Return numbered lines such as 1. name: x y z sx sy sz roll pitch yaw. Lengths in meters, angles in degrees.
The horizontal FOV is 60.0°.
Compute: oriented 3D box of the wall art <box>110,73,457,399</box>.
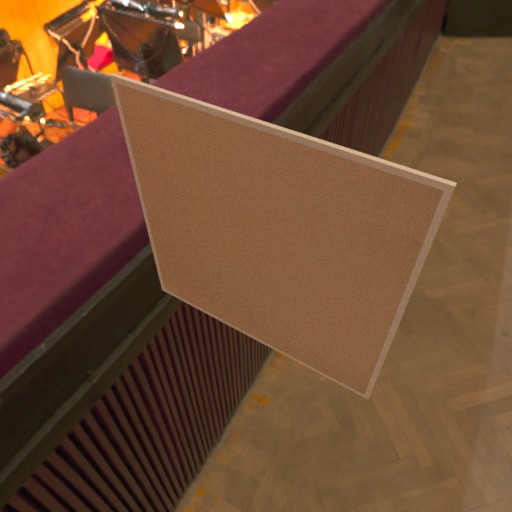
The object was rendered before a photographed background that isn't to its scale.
1. wall art: 0.000 0.000 1.202 0.809 0.809 0.012 24 51 21
